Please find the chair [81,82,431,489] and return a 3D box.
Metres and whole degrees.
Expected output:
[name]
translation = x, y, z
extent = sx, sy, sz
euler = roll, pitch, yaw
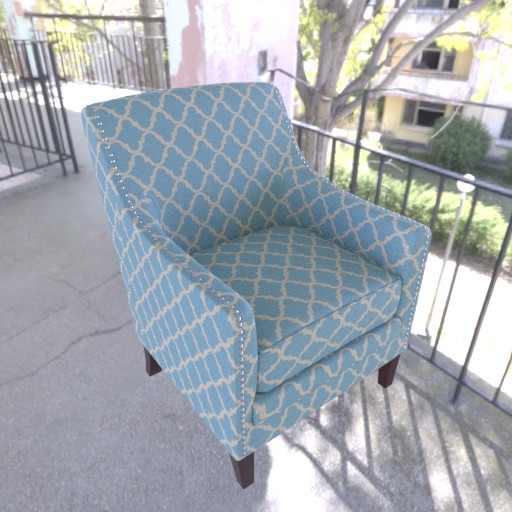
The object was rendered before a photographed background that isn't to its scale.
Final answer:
[chair]
translation = 0.000, 0.000, 1.243
extent = 0.617, 0.817, 0.686
euler = -21, 36, -32
